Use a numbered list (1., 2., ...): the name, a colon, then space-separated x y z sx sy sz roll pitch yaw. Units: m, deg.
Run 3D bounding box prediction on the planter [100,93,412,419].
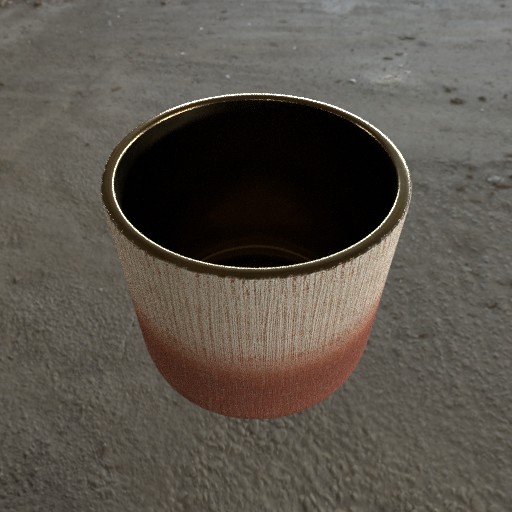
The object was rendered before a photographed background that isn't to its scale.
1. planter: 0.000 0.000 0.442 0.254 0.221 0.254 0 47 0
